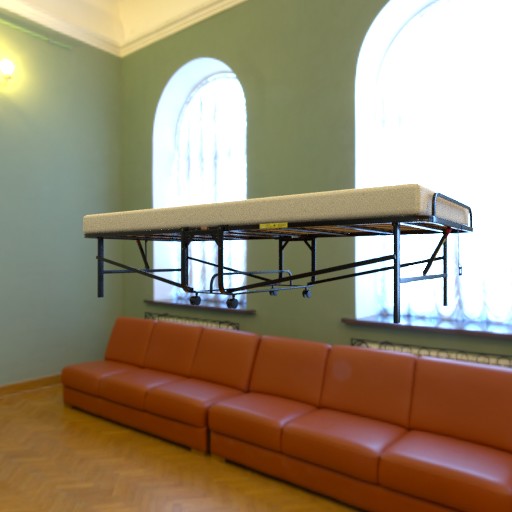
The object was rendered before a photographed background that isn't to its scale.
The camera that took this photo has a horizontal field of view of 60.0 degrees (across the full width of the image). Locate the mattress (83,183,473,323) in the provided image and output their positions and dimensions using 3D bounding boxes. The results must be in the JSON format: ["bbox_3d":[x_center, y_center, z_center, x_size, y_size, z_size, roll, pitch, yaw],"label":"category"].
[{"bbox_3d":[0.000,0.000,2.543,2.153,0.519,0.922,0,0,36],"label":"mattress"}]
